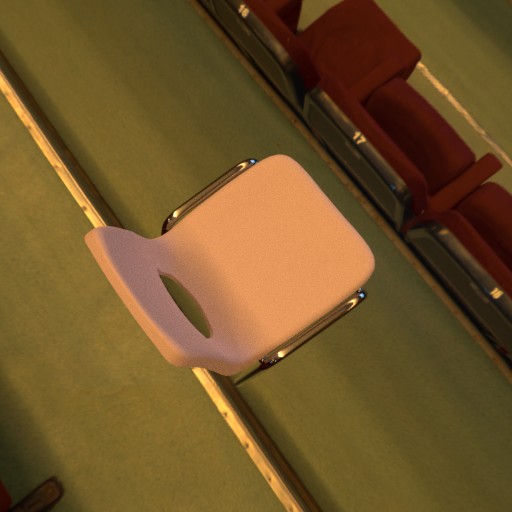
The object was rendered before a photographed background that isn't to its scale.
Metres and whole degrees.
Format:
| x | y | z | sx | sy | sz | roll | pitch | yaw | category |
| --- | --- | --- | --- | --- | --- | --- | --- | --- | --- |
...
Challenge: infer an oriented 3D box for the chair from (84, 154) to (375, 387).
| x | y | z | sx | sy | sz | roll | pitch | yaw | category |
| --- | --- | --- | --- | --- | --- | --- | --- | --- | --- |
| 0.000 | 0.000 | 0.785 | 0.385 | 0.537 | 0.354 | -36 | 79 | -9 | chair |
